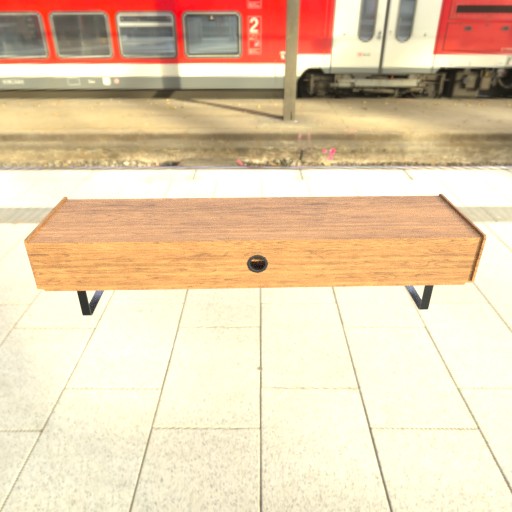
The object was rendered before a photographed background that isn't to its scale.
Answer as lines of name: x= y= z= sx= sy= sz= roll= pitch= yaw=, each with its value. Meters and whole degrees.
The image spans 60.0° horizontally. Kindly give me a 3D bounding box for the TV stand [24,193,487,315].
TV stand: x=0.000 y=0.000 z=2.016 sx=1.796 sy=0.415 sz=0.467 roll=-1 pitch=30 yaw=-1
